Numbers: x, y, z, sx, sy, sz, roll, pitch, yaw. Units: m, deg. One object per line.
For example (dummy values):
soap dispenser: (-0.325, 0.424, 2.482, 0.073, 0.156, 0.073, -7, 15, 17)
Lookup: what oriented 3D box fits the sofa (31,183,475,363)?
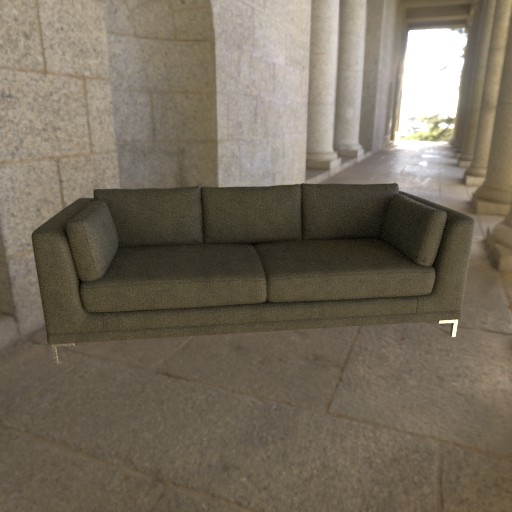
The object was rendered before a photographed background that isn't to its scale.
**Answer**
sofa: (0.000, 0.000, 2.904, 2.415, 0.867, 0.969, -2, 18, -7)
